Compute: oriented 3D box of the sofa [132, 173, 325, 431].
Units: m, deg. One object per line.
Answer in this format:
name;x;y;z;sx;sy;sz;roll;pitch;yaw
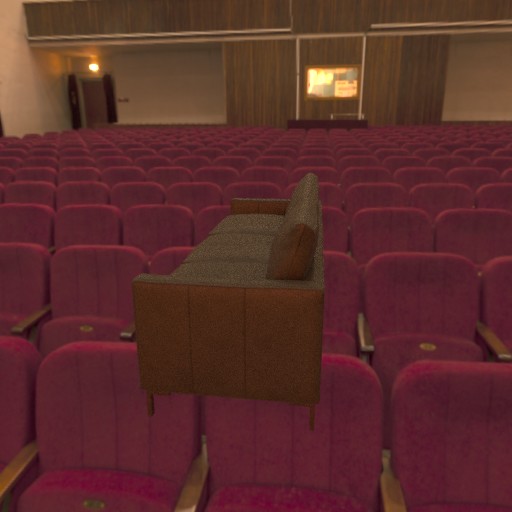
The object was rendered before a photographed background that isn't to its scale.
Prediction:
sofa;0.000;0.000;2.557;0.748;0.805;2.029;2;16;7
